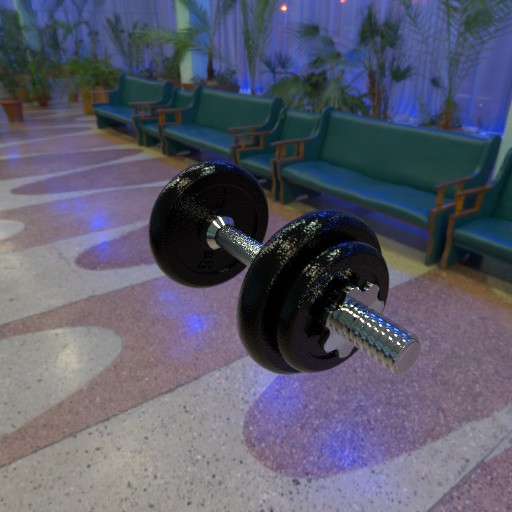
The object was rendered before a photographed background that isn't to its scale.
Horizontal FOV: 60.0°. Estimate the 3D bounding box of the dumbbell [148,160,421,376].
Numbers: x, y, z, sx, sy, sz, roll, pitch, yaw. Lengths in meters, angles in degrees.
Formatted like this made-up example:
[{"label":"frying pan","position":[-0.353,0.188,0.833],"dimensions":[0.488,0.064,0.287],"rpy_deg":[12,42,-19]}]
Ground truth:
[{"label":"dumbbell","position":[0.000,0.000,0.591],"dimensions":[0.202,0.202,0.497],"rpy_deg":[-18,32,-30]}]
